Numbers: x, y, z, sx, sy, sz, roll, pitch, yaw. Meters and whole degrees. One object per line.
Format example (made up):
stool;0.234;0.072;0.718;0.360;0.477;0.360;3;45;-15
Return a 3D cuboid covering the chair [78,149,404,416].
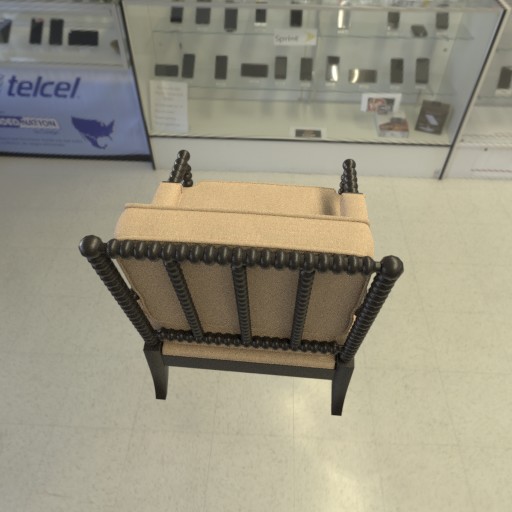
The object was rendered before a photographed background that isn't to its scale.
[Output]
chair;0.000;0.000;1.162;0.555;0.703;0.657;4;47;4
